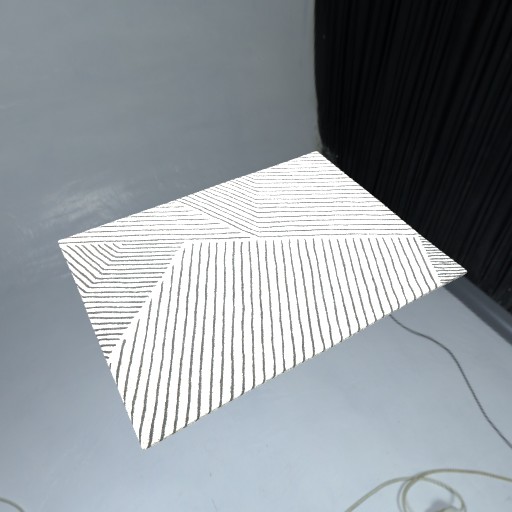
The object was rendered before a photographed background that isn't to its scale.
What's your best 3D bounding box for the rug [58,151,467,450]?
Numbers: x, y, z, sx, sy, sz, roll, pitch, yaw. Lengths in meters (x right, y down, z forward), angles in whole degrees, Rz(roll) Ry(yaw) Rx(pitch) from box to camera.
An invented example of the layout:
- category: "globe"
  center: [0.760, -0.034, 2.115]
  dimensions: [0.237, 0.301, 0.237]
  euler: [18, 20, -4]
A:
- category: "rug"
  center: [0.000, 0.000, 3.281]
  dimensions: [2.449, 0.028, 1.829]
  euler: [-23, 50, -21]
